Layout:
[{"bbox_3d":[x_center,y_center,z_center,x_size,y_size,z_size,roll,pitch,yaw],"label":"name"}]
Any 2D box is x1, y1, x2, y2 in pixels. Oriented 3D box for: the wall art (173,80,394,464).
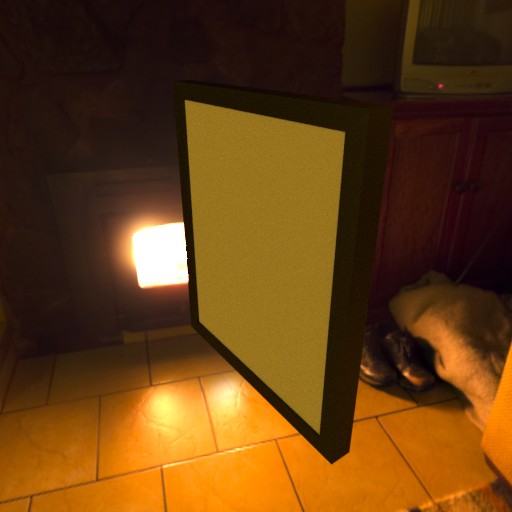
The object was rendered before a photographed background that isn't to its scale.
[{"bbox_3d":[0.000,0.000,0.542,0.029,0.381,0.330,-17,31,-32],"label":"wall art"}]
